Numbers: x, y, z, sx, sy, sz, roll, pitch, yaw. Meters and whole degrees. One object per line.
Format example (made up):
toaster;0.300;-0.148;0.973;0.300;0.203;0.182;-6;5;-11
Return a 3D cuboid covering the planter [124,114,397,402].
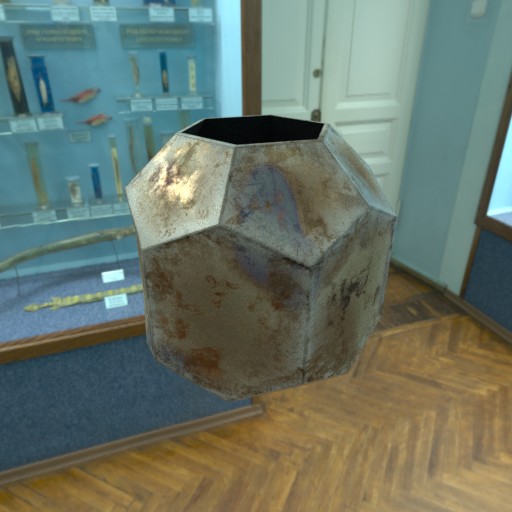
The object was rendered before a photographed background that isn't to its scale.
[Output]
planter;0.000;0.000;0.420;0.221;0.238;0.243;-8;28;-16
